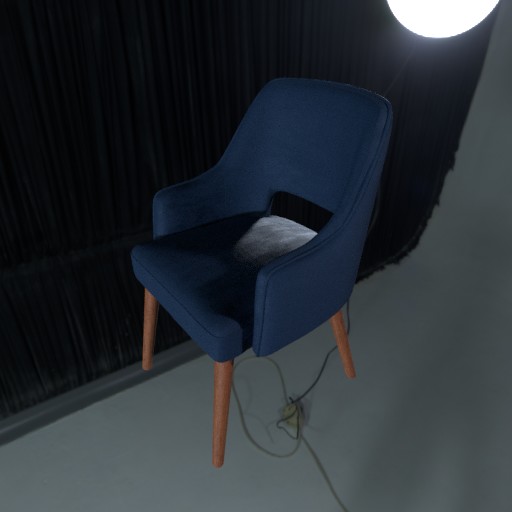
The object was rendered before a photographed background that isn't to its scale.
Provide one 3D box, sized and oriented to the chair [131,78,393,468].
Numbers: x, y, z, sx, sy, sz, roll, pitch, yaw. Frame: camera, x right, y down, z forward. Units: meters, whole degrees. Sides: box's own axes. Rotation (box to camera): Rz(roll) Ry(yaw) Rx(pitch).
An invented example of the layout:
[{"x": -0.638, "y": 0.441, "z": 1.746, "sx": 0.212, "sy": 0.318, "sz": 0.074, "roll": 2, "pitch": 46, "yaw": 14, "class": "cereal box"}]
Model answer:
[{"x": 0.000, "y": 0.000, "z": 1.220, "sx": 0.591, "sy": 0.844, "sz": 0.559, "roll": -21, "pitch": 37, "yaw": -31, "class": "chair"}]
